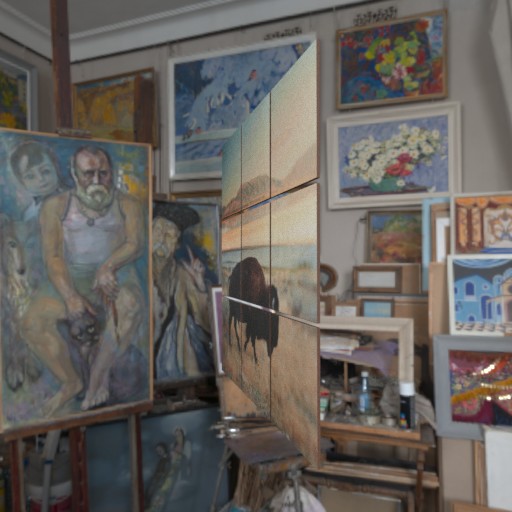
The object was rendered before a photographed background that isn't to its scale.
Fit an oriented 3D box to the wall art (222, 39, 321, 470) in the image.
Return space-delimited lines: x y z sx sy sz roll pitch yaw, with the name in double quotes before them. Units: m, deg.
"wall art" 0.000 0.000 2.309 0.019 1.532 1.533 0 -1 -17
